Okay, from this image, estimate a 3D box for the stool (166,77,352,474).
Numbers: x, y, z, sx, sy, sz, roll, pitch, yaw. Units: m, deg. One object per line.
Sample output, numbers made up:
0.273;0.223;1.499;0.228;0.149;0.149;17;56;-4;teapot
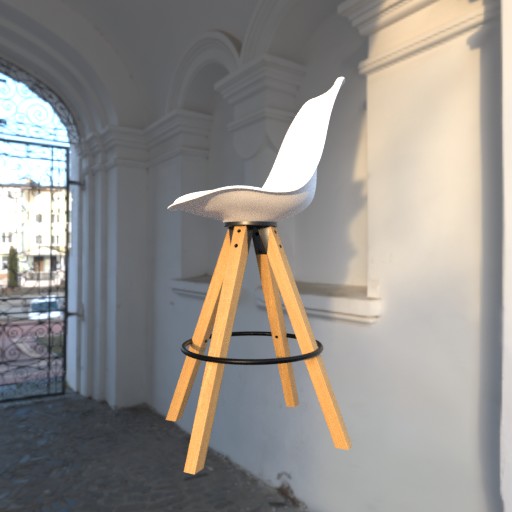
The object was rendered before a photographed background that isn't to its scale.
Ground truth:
0.000;0.000;1.404;0.549;1.115;0.482;0;0;-18;stool
